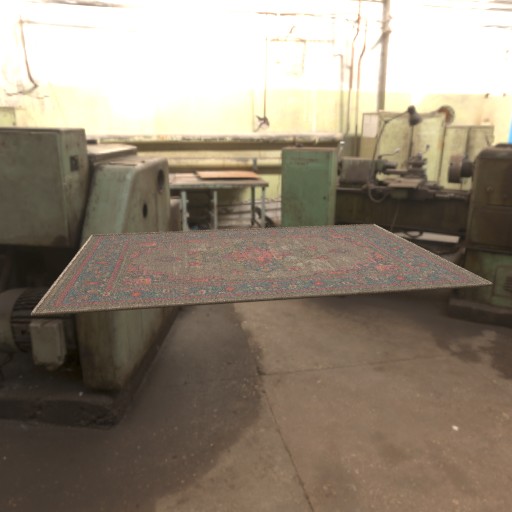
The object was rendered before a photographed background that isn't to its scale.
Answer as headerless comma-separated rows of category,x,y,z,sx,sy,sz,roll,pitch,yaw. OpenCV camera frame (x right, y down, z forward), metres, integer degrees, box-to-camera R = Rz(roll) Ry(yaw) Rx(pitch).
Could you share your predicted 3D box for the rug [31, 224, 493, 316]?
rug,0.000,0.000,2.178,1.748,0.014,1.144,-3,17,-9
